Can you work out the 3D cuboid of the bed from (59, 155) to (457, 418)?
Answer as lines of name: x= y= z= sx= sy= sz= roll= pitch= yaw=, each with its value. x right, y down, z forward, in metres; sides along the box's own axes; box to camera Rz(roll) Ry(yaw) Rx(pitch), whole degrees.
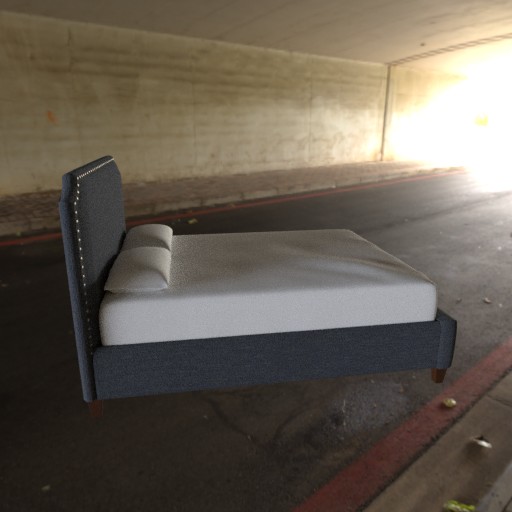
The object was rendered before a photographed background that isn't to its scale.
bed: x=0.000 y=0.000 z=3.392 sx=2.372 sy=1.443 sz=1.713 roll=-3 pitch=17 yaw=-9
